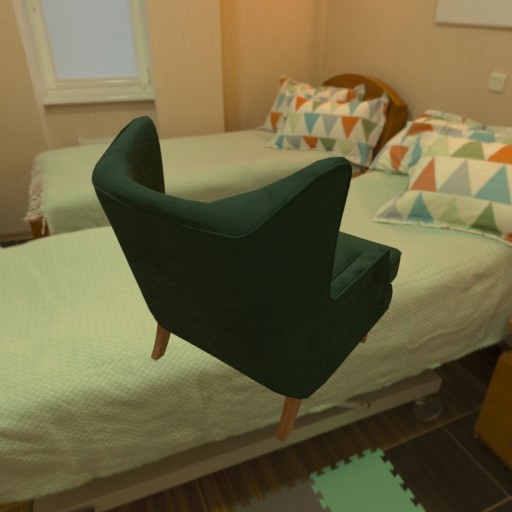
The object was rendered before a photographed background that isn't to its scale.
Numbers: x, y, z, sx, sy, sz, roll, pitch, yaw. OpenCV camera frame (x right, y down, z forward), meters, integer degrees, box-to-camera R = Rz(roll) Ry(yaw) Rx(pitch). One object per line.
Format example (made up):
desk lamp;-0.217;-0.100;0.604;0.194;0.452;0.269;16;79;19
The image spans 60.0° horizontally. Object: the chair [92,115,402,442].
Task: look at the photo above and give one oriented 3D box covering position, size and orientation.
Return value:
chair;0.000;0.000;1.621;0.793;0.952;0.910;21;36;32
